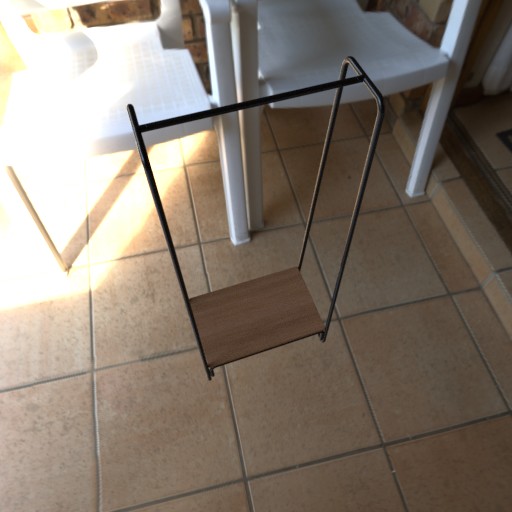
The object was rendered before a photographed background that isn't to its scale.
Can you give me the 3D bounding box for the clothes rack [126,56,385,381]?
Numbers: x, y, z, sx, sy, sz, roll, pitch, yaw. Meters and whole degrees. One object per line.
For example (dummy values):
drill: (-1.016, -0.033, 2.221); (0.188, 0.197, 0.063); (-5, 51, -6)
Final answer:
clothes rack: (0.000, 0.000, 1.766); (0.640, 1.500, 0.400); (-16, 59, -10)
